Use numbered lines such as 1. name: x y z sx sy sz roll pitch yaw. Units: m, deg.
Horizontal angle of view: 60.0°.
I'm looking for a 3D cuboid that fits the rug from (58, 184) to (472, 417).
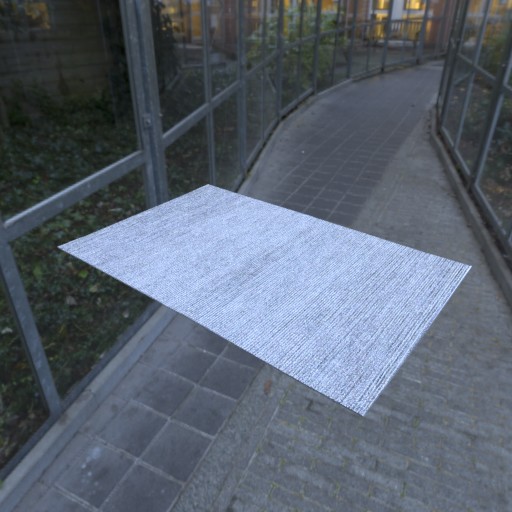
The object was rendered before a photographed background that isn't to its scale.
1. rug: 0.000 0.000 2.260 1.789 0.021 1.159 22 37 33
